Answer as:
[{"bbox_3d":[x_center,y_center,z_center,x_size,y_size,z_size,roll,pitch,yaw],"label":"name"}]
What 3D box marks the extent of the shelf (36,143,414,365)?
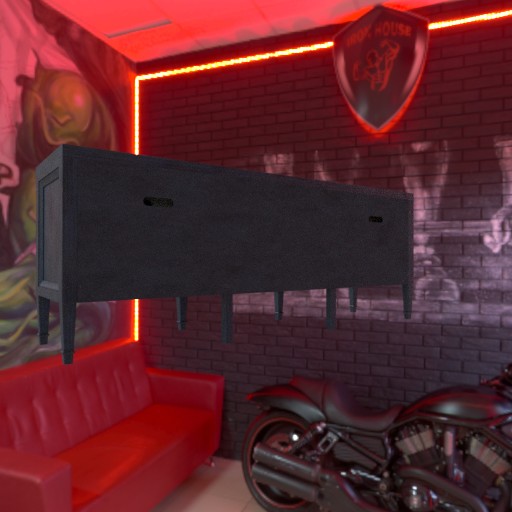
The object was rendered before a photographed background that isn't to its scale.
[{"bbox_3d":[0.000,0.000,2.165,1.878,0.715,0.471,0,0,-36],"label":"shelf"}]
